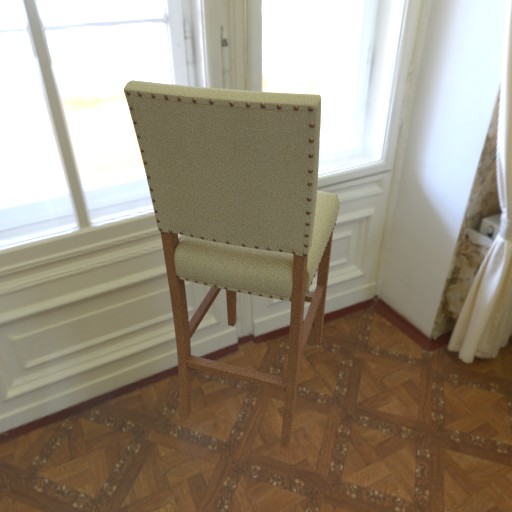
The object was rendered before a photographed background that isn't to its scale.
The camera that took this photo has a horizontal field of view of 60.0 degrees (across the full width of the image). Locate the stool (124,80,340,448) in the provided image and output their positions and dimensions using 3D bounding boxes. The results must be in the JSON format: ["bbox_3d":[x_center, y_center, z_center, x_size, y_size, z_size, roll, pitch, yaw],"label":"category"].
[{"bbox_3d":[0.000,0.000,1.452,0.445,1.168,0.584,10,35,15],"label":"stool"}]
